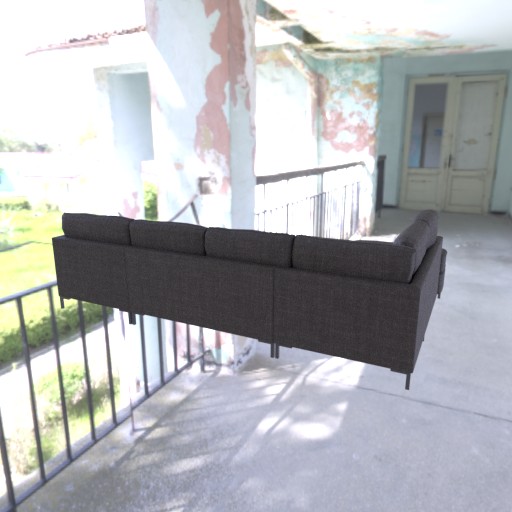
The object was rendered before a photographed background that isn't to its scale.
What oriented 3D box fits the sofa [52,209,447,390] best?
[{"bbox_3d":[0.000,0.000,4.449,3.423,0.999,2.048,7,17,26],"label":"sofa"}]
